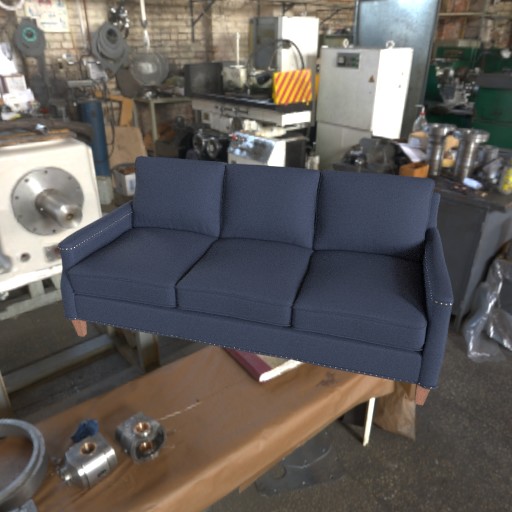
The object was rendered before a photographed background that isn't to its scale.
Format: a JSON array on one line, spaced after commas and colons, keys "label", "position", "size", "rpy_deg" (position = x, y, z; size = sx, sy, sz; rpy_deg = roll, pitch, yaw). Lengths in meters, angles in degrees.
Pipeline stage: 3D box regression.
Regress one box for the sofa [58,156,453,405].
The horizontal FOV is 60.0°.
[{"label": "sofa", "position": [0.000, 0.000, 2.833], "size": [2.246, 1.003, 1.084], "rpy_deg": [8, 27, 15]}]
